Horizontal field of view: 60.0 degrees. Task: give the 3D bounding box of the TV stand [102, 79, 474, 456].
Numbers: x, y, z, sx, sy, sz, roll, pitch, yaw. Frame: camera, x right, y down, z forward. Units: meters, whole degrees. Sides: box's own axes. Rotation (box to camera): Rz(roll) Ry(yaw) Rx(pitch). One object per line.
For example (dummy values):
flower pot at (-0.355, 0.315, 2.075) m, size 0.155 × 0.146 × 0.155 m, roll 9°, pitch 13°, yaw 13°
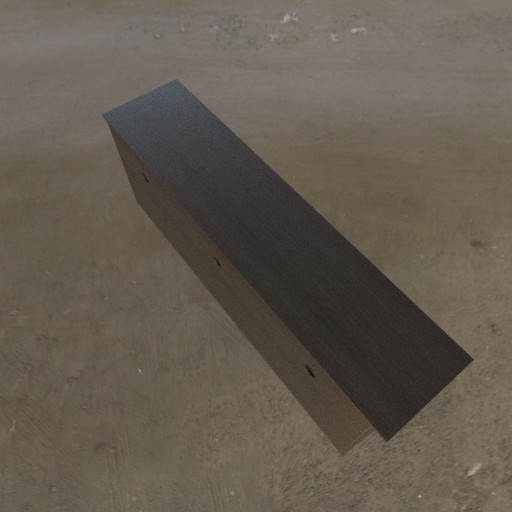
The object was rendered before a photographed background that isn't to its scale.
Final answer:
TV stand at (0.000, 0.000, 1.995) m, size 0.406 × 0.610 × 1.778 m, roll -34°, pitch 65°, yaw -19°
